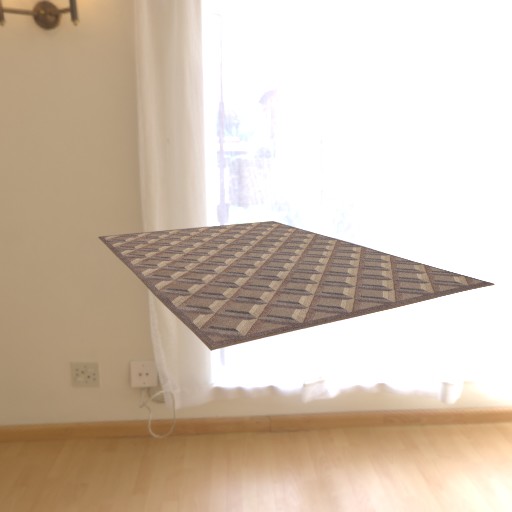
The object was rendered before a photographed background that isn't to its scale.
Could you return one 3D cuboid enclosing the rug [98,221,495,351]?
[{"bbox_3d":[0.000,0.000,2.892,1.600,0.013,2.260,-7,16,-28],"label":"rug"}]
